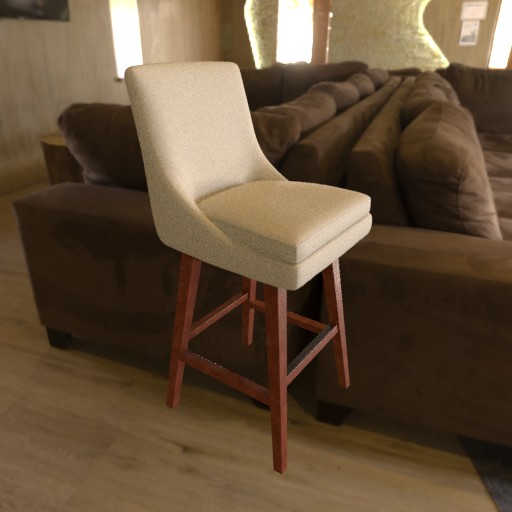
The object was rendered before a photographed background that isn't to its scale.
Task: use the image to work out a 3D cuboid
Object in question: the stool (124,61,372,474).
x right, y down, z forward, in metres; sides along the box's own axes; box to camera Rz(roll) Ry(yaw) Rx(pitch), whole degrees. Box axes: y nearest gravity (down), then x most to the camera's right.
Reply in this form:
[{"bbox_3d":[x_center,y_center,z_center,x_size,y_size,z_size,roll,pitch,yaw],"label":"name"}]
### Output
[{"bbox_3d":[0.000,0.000,1.370,0.559,1.092,0.470,17,30,32],"label":"stool"}]
